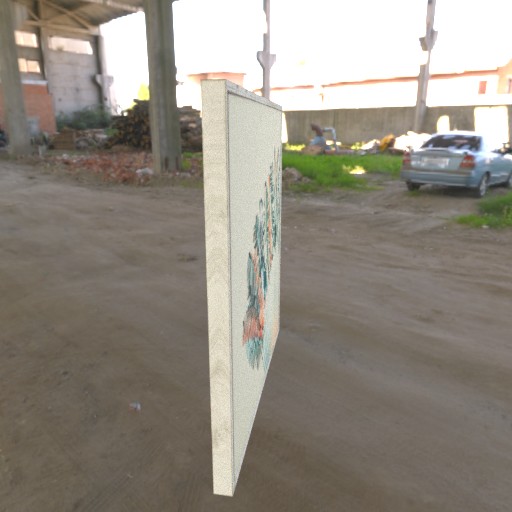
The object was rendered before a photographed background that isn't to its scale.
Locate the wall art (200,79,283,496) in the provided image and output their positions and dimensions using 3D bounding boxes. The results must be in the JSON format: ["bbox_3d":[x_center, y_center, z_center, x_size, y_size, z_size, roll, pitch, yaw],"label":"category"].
[{"bbox_3d":[0.000,0.000,1.121,0.038,0.757,0.760,3,16,9],"label":"wall art"}]
